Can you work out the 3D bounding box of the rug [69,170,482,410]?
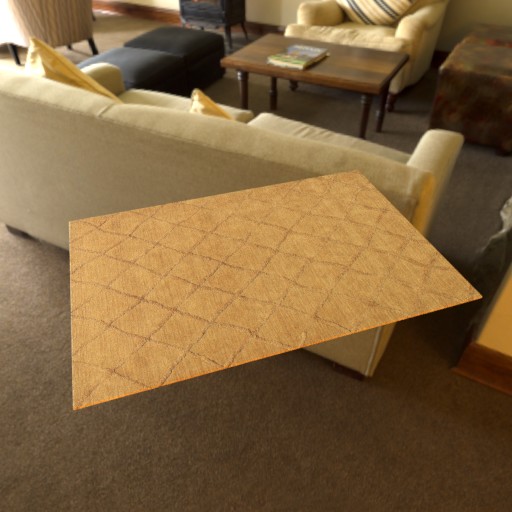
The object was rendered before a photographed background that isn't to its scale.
[{"bbox_3d":[0.000,0.000,2.874,2.292,0.014,1.528,-12,43,-14],"label":"rug"}]
